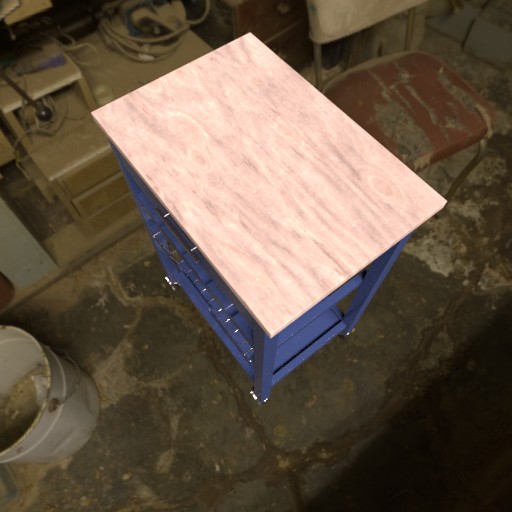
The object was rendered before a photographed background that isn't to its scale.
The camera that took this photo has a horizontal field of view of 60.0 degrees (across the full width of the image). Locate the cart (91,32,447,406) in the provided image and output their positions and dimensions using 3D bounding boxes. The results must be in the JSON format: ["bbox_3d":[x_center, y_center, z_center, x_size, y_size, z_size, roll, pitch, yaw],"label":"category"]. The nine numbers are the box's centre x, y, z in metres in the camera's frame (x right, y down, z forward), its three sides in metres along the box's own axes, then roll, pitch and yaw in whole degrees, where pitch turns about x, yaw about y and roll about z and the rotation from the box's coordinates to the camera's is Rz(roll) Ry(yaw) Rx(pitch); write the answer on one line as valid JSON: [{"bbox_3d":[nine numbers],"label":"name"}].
[{"bbox_3d":[0.000,0.000,1.203,0.403,0.839,0.584,-34,68,-16],"label":"cart"}]
